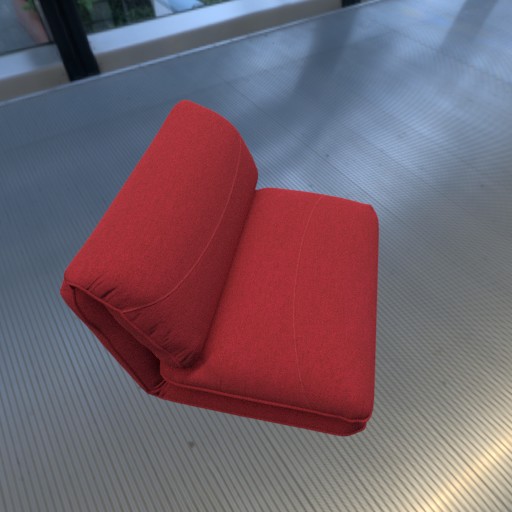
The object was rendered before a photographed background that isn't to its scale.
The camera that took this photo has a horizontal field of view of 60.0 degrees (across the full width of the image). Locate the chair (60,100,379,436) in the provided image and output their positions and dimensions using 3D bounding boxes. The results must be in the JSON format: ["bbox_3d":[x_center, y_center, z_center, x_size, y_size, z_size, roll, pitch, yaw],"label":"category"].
[{"bbox_3d":[0.000,0.000,1.353,0.780,0.580,0.820,9,48,8],"label":"chair"}]
